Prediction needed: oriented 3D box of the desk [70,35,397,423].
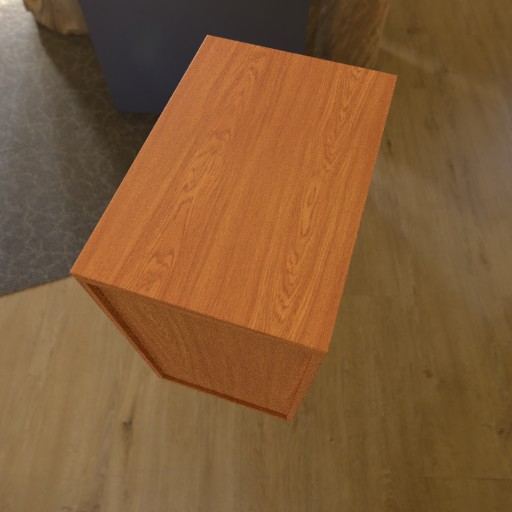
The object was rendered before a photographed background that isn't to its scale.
[{"bbox_3d":[0.000,0.000,1.103,0.404,0.730,0.600,16,63,8],"label":"desk"}]
